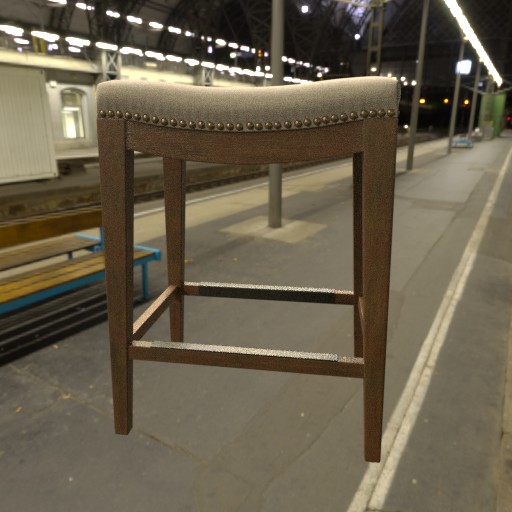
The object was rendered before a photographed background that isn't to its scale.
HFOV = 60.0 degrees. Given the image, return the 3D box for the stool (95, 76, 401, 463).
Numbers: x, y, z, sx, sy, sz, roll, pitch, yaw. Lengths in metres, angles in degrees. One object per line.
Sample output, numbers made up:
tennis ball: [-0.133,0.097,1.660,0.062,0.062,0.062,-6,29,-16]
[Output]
stool: [0.000,0.000,0.908,0.508,0.660,0.356,3,17,8]
